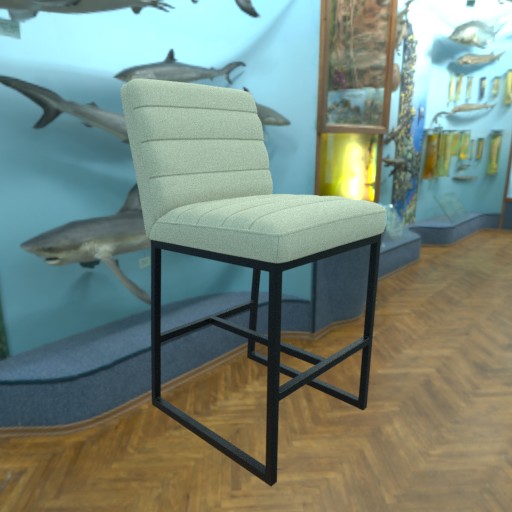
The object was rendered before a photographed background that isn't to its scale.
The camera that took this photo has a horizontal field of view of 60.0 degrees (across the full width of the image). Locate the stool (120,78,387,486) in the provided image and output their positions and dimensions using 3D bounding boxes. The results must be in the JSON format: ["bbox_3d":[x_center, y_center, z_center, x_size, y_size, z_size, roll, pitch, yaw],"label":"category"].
[{"bbox_3d":[0.000,0.000,1.239,0.560,0.940,0.460,13,20,42],"label":"stool"}]
